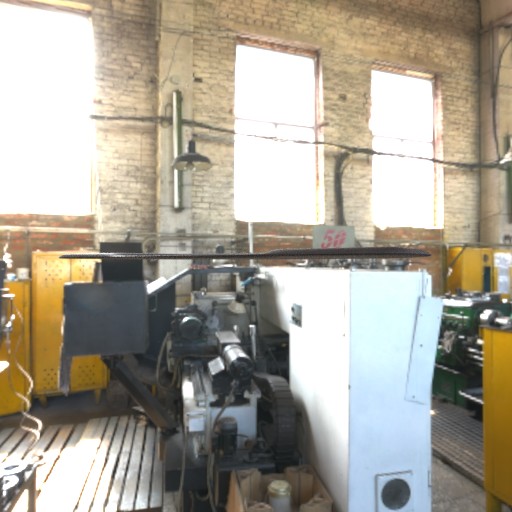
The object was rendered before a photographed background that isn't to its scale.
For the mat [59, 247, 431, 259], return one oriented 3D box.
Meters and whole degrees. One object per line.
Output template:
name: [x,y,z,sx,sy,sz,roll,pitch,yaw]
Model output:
mat: [0.000,0.000,1.873,1.525,0.022,0.917,-1,-1,36]
